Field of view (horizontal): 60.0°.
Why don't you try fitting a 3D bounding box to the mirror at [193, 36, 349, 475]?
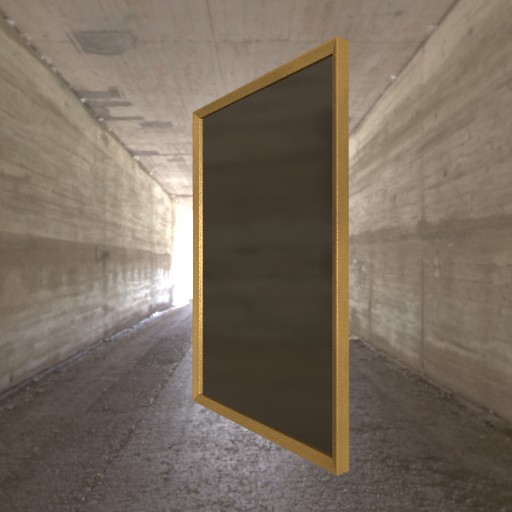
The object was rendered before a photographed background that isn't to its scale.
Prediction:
[{"bbox_3d":[0.000,0.000,1.176,0.041,0.915,0.609,0,0,-37],"label":"mirror"}]
